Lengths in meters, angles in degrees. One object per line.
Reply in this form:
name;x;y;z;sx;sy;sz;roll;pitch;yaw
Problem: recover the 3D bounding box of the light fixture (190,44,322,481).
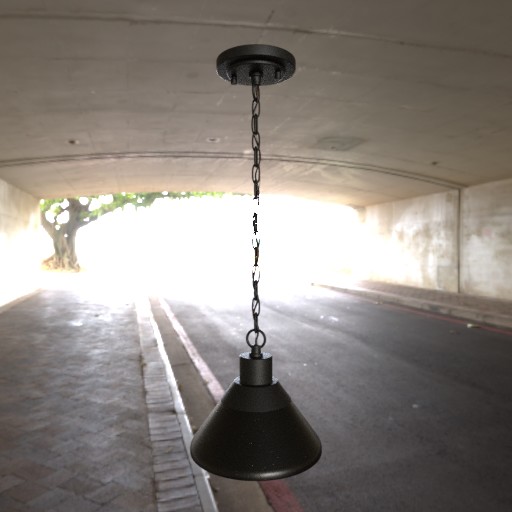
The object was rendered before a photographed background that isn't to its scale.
light fixture;0.000;0.000;0.677;0.201;0.588;0.201;0;1;17
